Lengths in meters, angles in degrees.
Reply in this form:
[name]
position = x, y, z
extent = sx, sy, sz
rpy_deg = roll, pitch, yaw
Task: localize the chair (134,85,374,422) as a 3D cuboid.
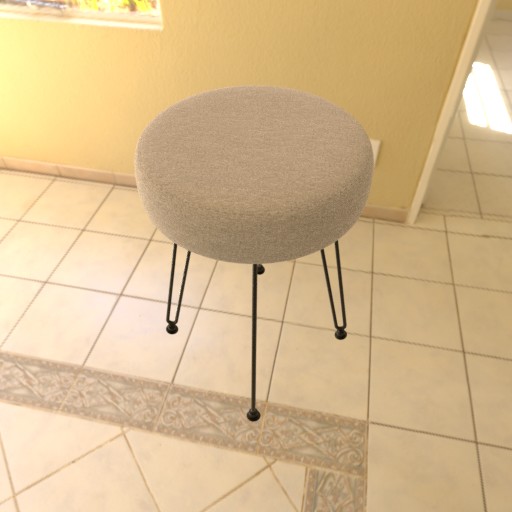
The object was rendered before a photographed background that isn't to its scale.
[chair]
position = 0.000, 0.000, 0.698
extent = 0.350, 0.440, 0.350
rpy_deg = 2, 47, 1
